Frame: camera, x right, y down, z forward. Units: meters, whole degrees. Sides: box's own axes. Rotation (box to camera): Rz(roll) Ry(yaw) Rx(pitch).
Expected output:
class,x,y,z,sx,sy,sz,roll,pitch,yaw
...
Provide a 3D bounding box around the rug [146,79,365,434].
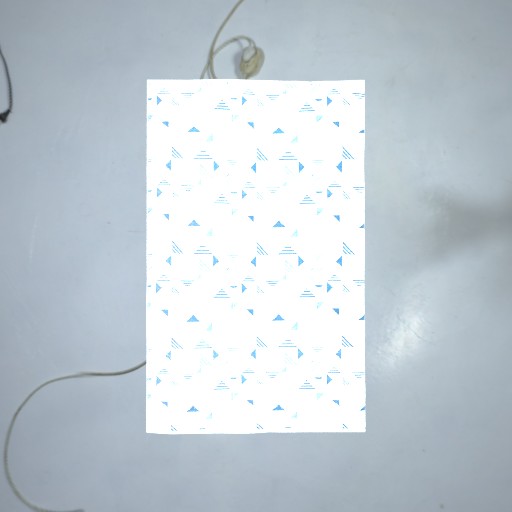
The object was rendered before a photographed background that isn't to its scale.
class,x,y,z,sx,sy,sz,roll,pitch,yaw
rug,0.000,0.000,3.072,1.512,0.009,2.457,0,89,0
